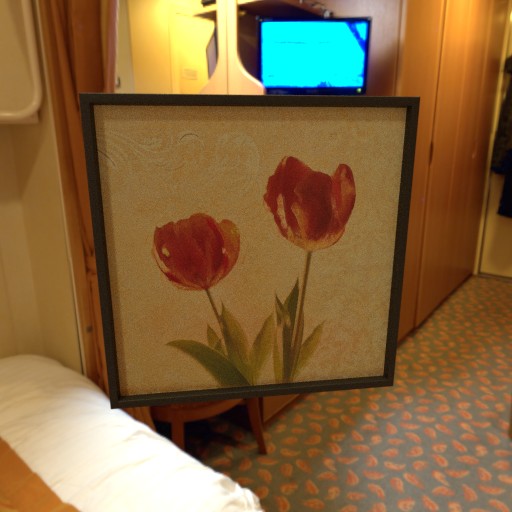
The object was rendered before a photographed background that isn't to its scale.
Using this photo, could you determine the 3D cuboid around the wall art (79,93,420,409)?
[{"bbox_3d":[0.000,0.000,0.514,0.349,0.349,0.038,-2,16,-8],"label":"wall art"}]
